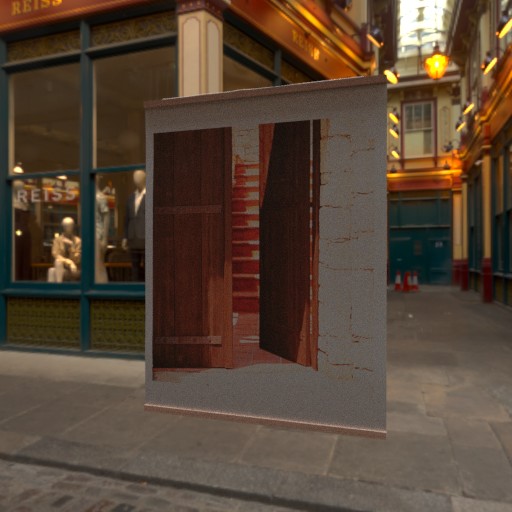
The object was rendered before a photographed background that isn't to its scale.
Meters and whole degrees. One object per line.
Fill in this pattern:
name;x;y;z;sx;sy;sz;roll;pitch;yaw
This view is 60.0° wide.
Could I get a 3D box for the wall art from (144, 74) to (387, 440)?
wall art;0.000;0.000;1.339;0.758;1.013;0.020;0;0;17
